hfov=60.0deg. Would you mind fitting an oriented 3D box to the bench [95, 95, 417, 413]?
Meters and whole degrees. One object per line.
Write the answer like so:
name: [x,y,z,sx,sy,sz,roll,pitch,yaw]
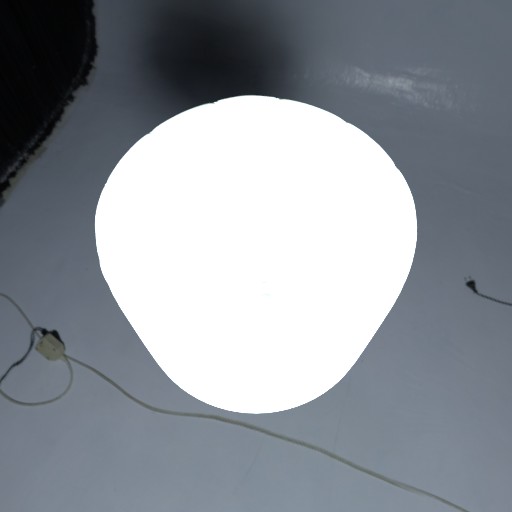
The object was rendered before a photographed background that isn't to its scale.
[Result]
bench: [0.000,0.000,0.987,0.600,0.453,0.600,0,60,0]
